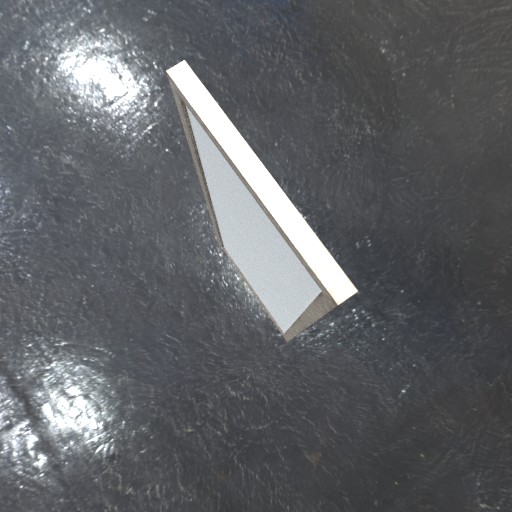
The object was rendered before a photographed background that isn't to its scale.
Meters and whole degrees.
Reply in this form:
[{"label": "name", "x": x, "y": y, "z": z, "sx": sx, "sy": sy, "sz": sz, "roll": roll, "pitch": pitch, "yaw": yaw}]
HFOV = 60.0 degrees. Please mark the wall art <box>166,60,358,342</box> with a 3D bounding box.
[{"label": "wall art", "x": 0.000, "y": 0.000, "z": 1.653, "sx": 0.051, "sy": 1.461, "sz": 0.648, "roll": -34, "pitch": 79, "yaw": -8}]
